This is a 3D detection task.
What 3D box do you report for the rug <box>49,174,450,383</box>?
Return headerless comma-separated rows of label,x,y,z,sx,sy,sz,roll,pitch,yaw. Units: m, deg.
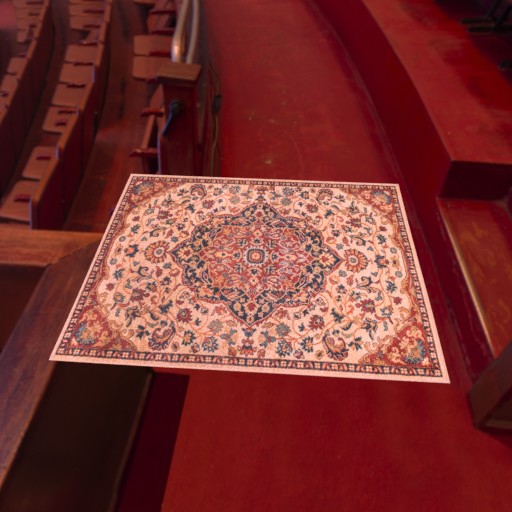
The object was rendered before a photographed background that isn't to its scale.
rug,0.000,0.000,4.220,3.067,0.005,2.454,3,46,3
